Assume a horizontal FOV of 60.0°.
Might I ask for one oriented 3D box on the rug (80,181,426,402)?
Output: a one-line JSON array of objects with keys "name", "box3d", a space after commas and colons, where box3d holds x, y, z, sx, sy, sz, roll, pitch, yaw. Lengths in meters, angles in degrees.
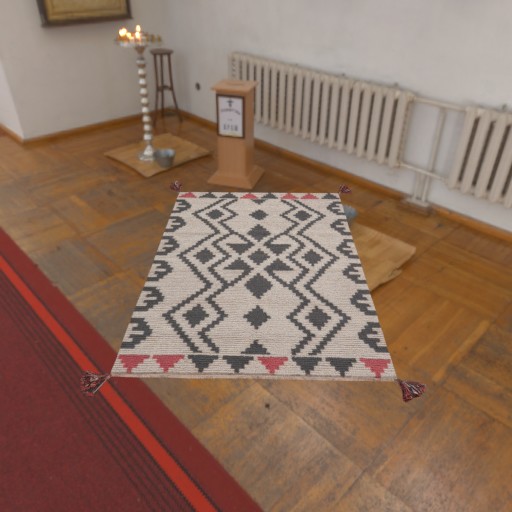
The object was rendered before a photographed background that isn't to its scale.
[{"name": "rug", "box3d": [0.000, 0.000, 2.634, 1.444, 0.067, 2.069, 1, 33, 1]}]
